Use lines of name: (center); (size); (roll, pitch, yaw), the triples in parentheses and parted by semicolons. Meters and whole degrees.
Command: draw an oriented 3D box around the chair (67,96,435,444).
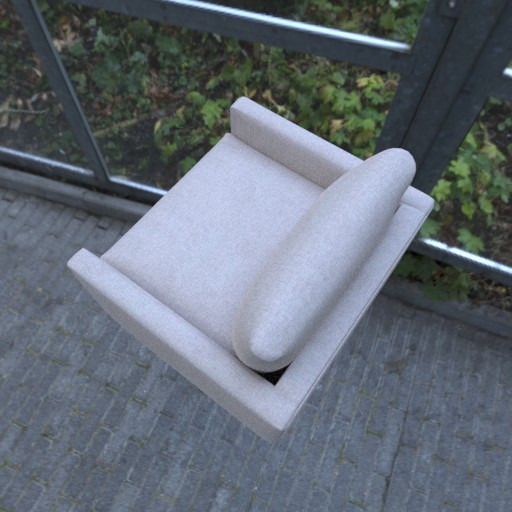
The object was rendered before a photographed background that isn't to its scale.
chair: (0.000, 0.000, 1.635); (0.866, 0.861, 0.963); (33, 67, 16)
